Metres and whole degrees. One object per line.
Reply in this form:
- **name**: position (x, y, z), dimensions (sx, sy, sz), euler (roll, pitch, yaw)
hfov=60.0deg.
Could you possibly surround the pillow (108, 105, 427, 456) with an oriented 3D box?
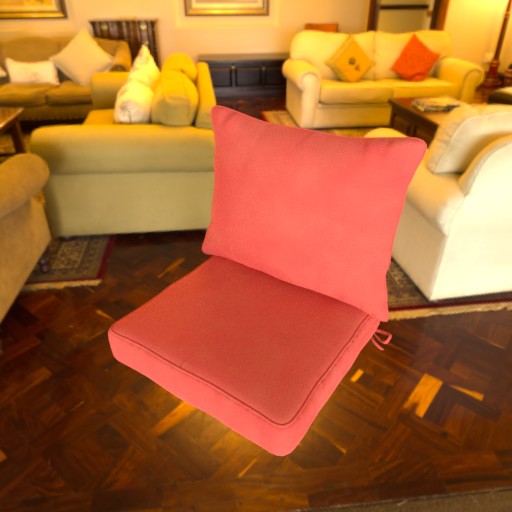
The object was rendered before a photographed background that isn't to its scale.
- **pillow**: position (0.000, 0.000, 1.389), dimensions (0.798, 0.725, 0.733), euler (20, 37, 29)
